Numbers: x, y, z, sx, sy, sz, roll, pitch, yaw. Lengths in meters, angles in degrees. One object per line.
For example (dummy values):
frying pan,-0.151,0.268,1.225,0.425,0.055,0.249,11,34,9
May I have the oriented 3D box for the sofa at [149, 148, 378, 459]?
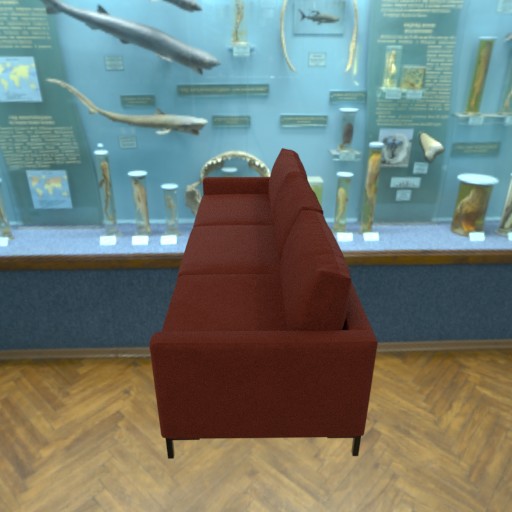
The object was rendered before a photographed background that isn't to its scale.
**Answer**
sofa,0.000,0.000,2.699,0.875,0.879,2.252,0,26,-1
